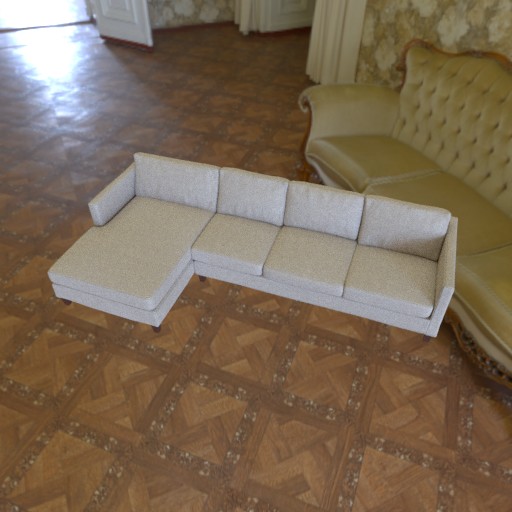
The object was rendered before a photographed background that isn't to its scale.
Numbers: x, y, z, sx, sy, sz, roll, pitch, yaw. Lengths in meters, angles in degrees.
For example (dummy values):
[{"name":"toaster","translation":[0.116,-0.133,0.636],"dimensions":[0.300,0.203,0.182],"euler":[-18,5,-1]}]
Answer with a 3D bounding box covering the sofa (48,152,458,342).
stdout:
[{"name":"sofa","translation":[0.000,0.000,3.867],"dimensions":[3.186,0.846,1.625],"euler":[14,44,15]}]
